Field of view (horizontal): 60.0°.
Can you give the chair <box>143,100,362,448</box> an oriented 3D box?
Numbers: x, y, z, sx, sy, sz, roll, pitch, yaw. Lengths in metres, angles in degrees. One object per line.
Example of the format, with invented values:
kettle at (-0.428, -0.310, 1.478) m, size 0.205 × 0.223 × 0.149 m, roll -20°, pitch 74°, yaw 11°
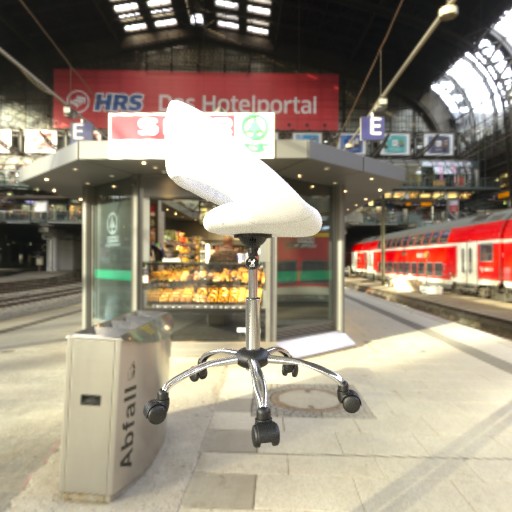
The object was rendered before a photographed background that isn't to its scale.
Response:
chair at (0.000, 0.000, 1.198) m, size 0.538 × 0.791 × 0.612 m, roll 0°, pitch 0°, yaw 0°
